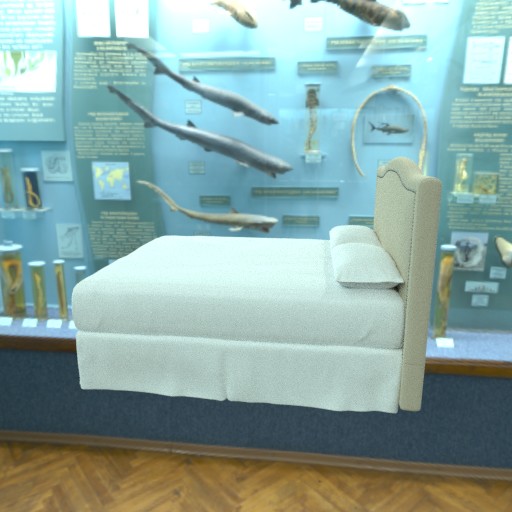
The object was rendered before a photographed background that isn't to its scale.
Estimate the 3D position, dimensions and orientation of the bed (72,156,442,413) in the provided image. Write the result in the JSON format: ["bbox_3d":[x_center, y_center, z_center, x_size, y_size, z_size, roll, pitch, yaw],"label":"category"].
[{"bbox_3d":[0.000,0.000,3.330,2.143,1.460,1.753,2,14,8],"label":"bed"}]
